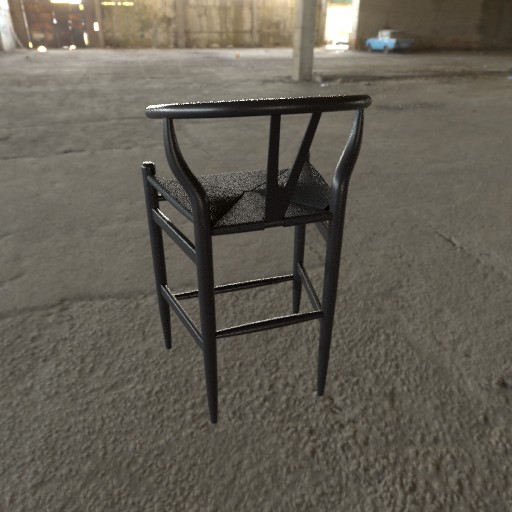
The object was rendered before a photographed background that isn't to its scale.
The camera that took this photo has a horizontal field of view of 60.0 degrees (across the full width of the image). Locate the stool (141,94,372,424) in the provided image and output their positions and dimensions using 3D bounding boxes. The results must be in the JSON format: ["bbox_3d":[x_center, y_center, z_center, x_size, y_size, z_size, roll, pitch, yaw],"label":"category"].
[{"bbox_3d":[0.000,0.000,1.326,0.569,0.970,0.579,-9,29,-16],"label":"stool"}]
